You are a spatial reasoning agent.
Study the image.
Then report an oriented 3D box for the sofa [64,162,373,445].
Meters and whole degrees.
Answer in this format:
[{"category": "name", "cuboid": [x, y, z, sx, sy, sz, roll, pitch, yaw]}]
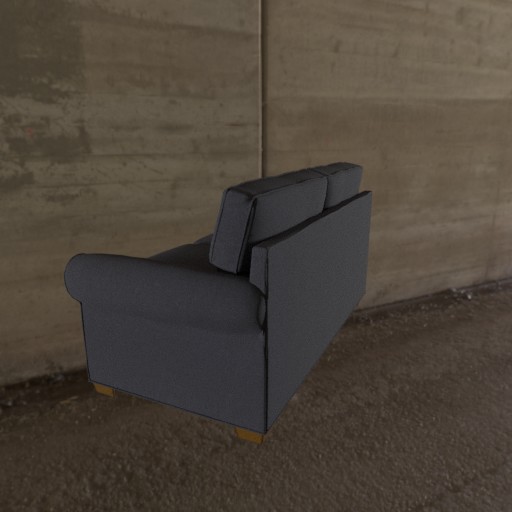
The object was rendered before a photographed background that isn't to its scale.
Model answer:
[{"category": "sofa", "cuboid": [0.000, 0.000, 2.588, 0.951, 1.031, 2.009, 7, 17, 25]}]
